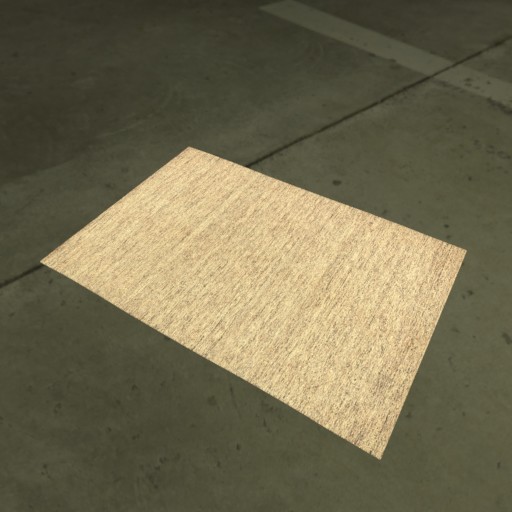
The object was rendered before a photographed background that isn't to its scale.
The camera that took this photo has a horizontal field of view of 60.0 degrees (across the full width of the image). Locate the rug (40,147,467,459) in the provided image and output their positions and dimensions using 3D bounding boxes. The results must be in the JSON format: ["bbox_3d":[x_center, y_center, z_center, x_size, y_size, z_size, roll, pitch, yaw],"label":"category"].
[{"bbox_3d":[0.000,0.000,2.858,2.283,0.013,1.547,24,51,21],"label":"rug"}]
